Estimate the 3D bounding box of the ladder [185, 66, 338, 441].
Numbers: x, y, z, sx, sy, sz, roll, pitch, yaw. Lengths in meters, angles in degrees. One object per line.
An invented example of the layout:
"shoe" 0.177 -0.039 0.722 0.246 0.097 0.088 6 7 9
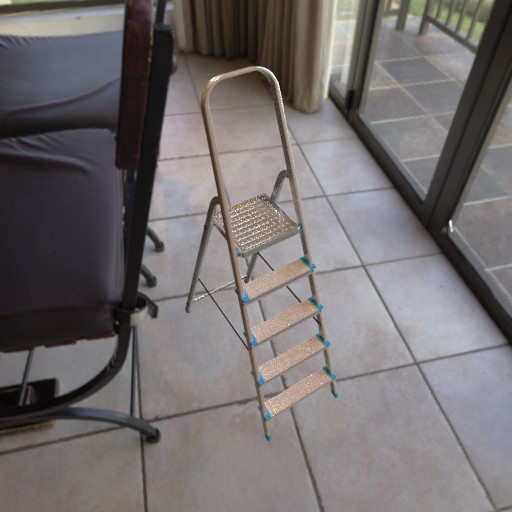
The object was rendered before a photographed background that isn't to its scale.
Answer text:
"ladder" 0.000 0.000 2.054 0.468 1.648 0.990 -25 52 -21
